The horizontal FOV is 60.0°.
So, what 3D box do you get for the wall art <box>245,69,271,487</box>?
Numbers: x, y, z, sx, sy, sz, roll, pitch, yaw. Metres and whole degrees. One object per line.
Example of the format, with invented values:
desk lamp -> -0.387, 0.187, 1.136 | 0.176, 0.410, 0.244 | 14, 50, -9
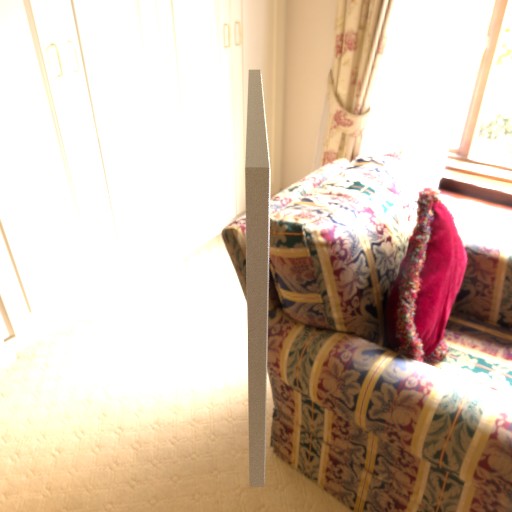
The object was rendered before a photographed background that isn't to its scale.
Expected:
wall art -> 0.000, 0.000, 1.196 | 0.038, 0.807, 0.809 | 0, 32, 0
